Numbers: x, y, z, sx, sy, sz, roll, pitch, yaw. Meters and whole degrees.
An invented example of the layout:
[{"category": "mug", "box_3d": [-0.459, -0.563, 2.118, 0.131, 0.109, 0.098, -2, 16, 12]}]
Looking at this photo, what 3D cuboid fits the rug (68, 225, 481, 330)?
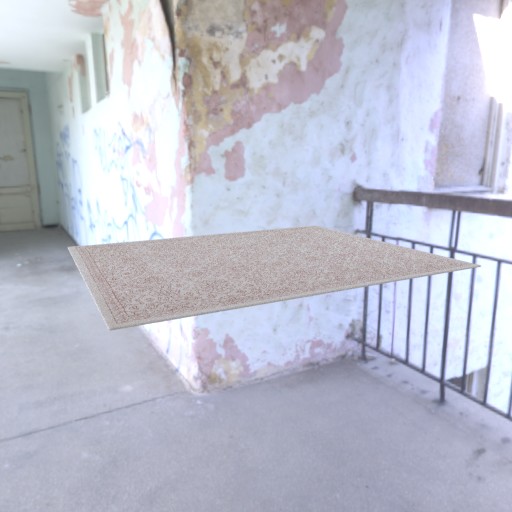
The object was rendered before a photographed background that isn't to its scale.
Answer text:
[{"category": "rug", "box_3d": [0.000, 0.000, 4.132, 3.050, 0.015, 2.441, -7, 15, -27]}]
